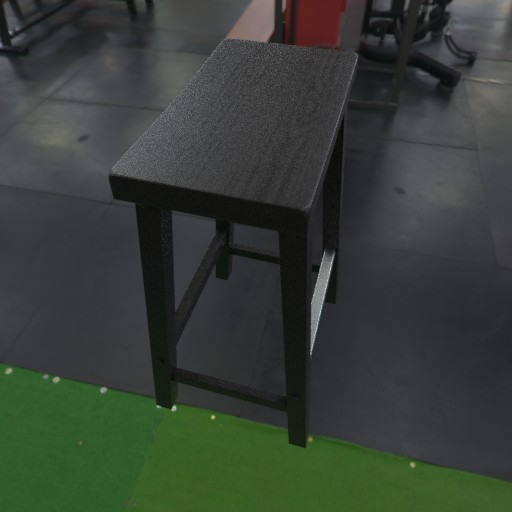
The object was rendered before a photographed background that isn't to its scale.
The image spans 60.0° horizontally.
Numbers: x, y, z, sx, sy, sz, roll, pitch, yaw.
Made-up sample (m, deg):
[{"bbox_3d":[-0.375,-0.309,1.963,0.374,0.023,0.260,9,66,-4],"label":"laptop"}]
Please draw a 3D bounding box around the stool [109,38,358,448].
[{"bbox_3d":[0.000,0.000,0.823,0.322,0.610,0.406,12,48,11],"label":"stool"}]
